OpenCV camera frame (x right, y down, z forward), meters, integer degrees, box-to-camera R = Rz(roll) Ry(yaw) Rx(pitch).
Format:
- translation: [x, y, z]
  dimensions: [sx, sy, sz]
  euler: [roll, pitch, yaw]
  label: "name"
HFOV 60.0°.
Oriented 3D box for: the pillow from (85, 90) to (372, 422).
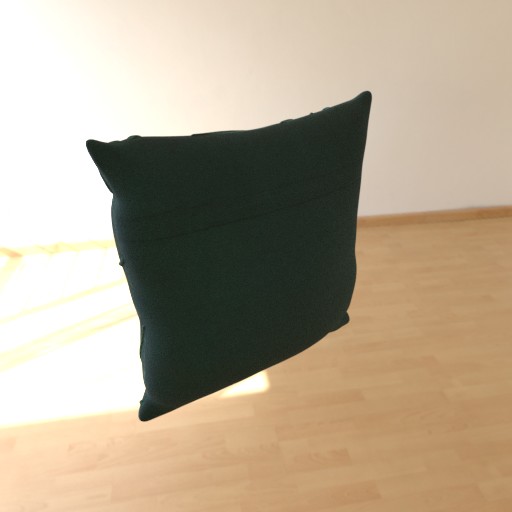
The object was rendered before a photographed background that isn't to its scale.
- translation: [0.000, 0.000, 0.676]
  dimensions: [0.439, 0.440, 0.184]
  euler: [-19, 35, -30]
  label: "pillow"
